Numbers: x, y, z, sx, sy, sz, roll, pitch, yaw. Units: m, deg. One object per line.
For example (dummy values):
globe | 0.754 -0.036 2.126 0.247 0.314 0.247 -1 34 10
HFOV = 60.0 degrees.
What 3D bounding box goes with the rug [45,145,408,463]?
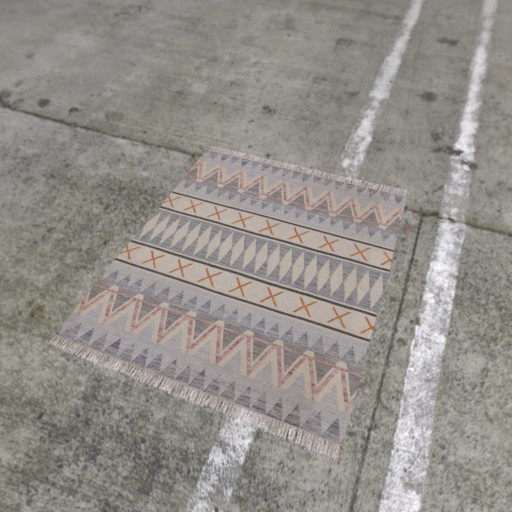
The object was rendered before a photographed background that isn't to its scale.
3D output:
rug | 0.000 0.000 4.100 2.371 0.012 3.000 16 49 15
